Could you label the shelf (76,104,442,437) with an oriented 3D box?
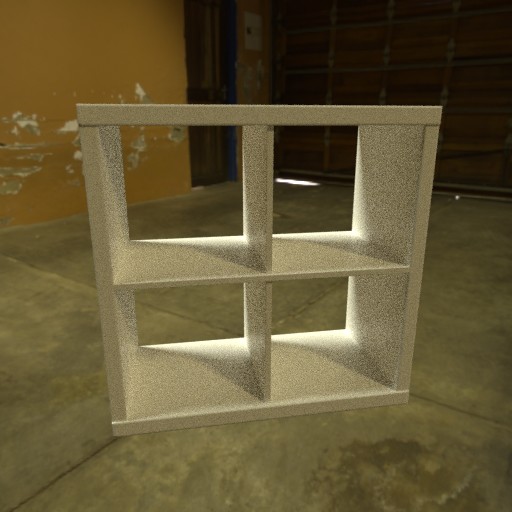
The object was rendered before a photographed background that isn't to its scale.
[{"bbox_3d":[0.000,0.000,1.238,0.790,0.786,0.390,-3,17,-10],"label":"shelf"}]
